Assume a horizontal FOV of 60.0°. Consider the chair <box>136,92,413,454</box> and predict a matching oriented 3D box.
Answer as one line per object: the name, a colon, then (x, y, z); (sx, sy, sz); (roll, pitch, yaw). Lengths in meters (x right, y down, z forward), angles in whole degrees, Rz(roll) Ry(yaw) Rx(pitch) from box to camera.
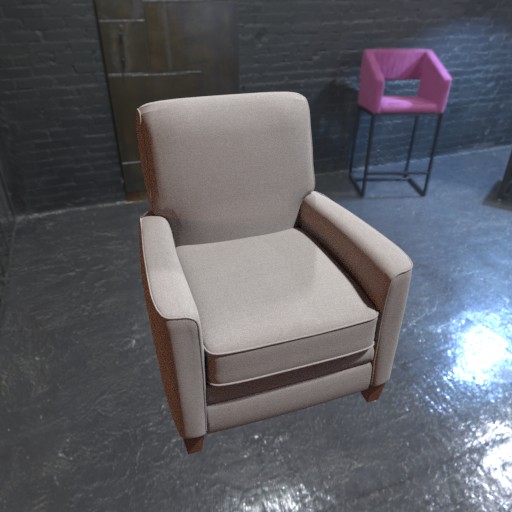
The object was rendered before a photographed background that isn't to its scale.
chair: (0.000, 0.000, 1.665); (0.845, 1.023, 0.859); (-10, 33, -16)
